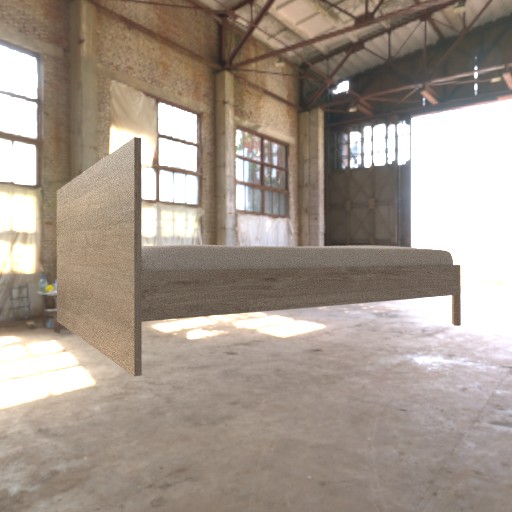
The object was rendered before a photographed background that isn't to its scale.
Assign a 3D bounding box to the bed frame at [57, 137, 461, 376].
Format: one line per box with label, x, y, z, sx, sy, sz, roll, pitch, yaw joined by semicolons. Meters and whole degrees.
bed frame;0.000;0.000;2.637;1.950;0.800;1.490;0;0;-33
